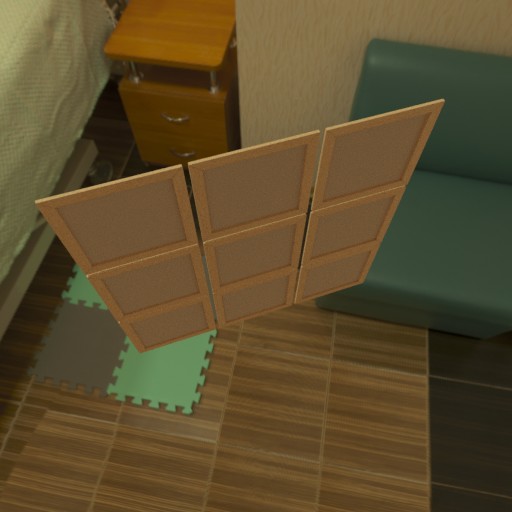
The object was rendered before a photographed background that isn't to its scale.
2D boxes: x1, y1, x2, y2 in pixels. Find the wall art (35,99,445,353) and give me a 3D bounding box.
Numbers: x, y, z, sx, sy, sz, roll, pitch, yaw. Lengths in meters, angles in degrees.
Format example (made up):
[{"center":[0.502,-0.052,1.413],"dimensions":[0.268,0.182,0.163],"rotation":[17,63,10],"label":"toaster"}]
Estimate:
[{"center":[0.000,0.000,2.214],"dimensions":[1.519,1.507,0.014],"rotation":[-16,61,-10],"label":"wall art"}]
